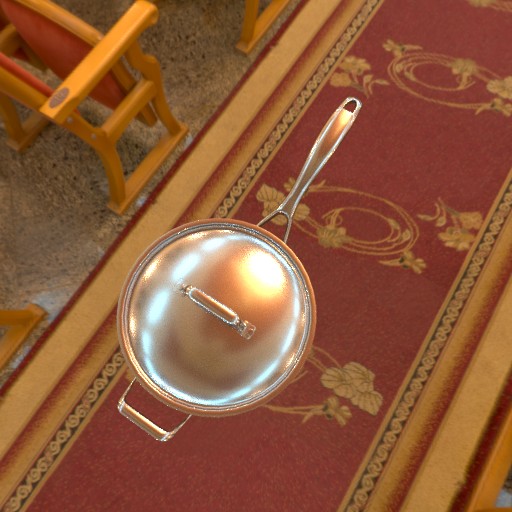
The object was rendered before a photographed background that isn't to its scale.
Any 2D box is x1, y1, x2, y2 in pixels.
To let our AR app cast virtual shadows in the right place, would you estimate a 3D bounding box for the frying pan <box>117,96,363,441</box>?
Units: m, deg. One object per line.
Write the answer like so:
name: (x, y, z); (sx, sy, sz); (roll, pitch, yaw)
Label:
frying pan: (0.000, 0.000, 0.577); (0.245, 0.111, 0.492); (32, 76, 9)
